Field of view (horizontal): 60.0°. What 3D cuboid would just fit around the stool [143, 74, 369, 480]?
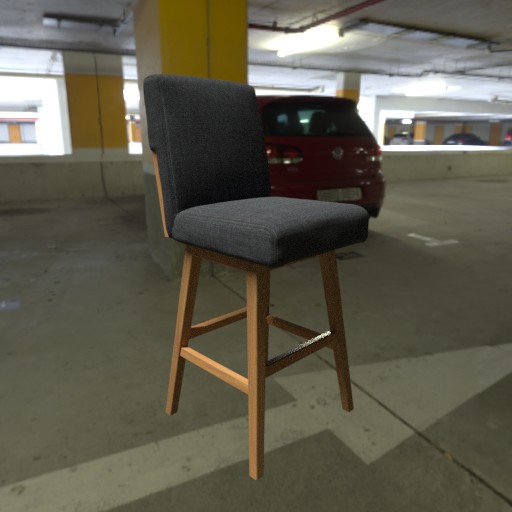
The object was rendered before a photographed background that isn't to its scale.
[{"bbox_3d":[0.000,0.000,1.420,0.483,1.112,0.570,-14,20,-43],"label":"stool"}]
